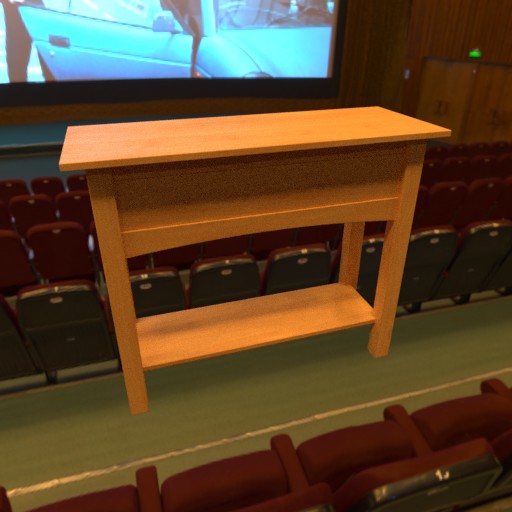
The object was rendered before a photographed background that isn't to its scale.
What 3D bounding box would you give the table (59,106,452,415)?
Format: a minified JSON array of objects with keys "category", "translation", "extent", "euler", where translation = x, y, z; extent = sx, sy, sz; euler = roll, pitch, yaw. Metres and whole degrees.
[{"category":"table","translation":[0.000,0.000,1.282],"extent":[0.900,0.728,0.340],"euler":[-9,30,-16]}]
